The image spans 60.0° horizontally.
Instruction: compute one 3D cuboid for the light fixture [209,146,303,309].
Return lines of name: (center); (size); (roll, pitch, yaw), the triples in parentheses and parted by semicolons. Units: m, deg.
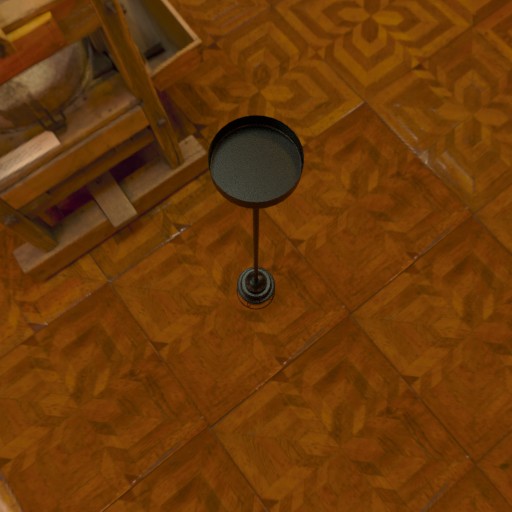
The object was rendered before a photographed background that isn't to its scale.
light fixture: (0.000, 0.000, 1.008); (0.123, 0.920, 0.123); (-34, 77, -9)
